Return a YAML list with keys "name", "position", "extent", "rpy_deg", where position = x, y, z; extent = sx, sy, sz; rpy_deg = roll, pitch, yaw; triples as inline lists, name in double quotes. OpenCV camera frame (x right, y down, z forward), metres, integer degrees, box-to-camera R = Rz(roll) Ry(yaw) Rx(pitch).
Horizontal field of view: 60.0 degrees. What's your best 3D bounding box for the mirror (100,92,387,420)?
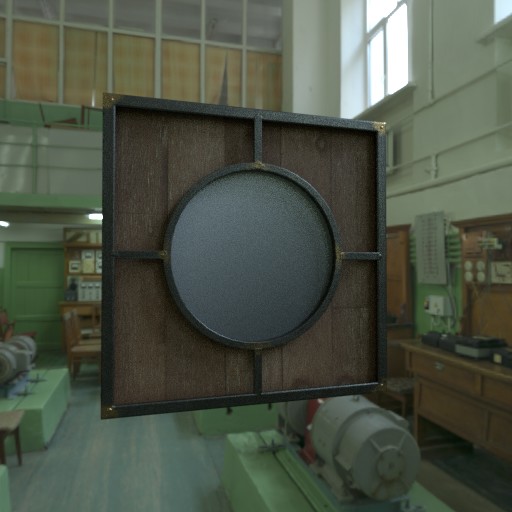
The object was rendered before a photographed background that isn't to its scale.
- name: "mirror"
  position: [0.000, 0.000, 0.580]
  extent: [0.382, 0.381, 0.020]
  rpy_deg: [0, -1, -17]
